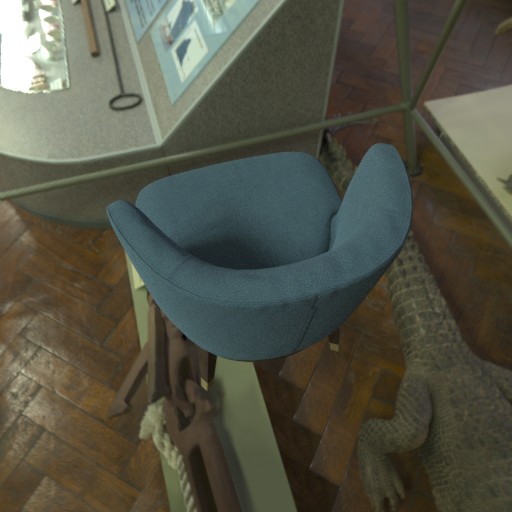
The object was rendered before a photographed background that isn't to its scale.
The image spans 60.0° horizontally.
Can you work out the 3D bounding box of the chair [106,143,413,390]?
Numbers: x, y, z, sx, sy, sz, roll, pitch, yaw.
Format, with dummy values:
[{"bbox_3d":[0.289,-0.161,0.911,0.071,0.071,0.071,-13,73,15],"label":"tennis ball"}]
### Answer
[{"bbox_3d":[0.000,0.000,1.258,0.661,0.760,0.702,-14,57,-9],"label":"chair"}]
